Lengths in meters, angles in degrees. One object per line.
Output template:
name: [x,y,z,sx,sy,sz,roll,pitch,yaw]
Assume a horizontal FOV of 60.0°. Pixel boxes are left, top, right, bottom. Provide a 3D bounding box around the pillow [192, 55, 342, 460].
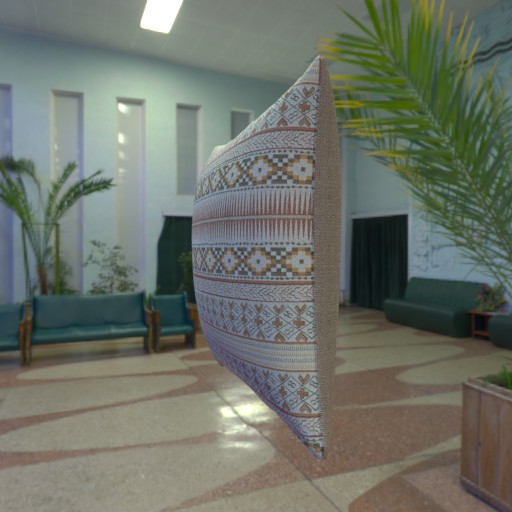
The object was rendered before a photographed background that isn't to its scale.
pillow: [0.000,0.000,0.804,0.215,0.519,0.521,0,1,-20]
